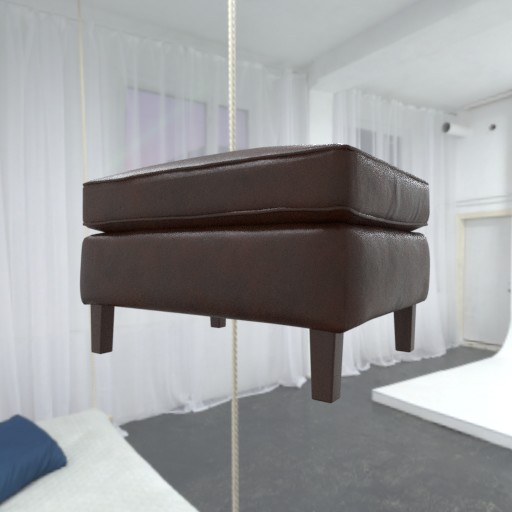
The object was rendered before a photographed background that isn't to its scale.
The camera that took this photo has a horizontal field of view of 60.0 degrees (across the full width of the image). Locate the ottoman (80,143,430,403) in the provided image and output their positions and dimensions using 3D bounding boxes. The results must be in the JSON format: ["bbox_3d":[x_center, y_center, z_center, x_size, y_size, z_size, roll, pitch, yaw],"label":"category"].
[{"bbox_3d":[0.000,0.000,0.998,0.665,0.432,0.501,0,1,35],"label":"ottoman"}]
